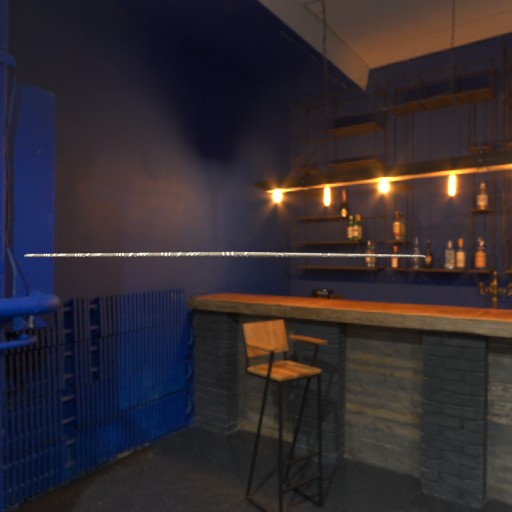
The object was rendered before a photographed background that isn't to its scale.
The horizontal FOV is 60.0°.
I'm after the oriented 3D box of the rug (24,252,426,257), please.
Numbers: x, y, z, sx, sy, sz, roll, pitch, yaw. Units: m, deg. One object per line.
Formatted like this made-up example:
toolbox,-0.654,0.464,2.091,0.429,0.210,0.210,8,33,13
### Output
rug,0.000,0.000,2.356,1.239,0.012,1.836,0,0,37
